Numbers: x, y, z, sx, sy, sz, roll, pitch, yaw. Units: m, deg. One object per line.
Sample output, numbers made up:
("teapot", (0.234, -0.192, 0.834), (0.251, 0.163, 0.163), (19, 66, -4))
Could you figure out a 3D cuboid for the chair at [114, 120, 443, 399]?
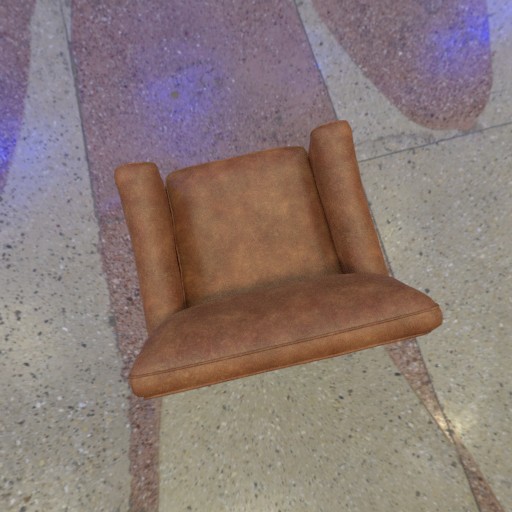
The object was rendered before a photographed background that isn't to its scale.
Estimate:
("chair", (0.000, 0.000, 1.648), (0.870, 0.943, 0.823), (-12, 76, -3))
